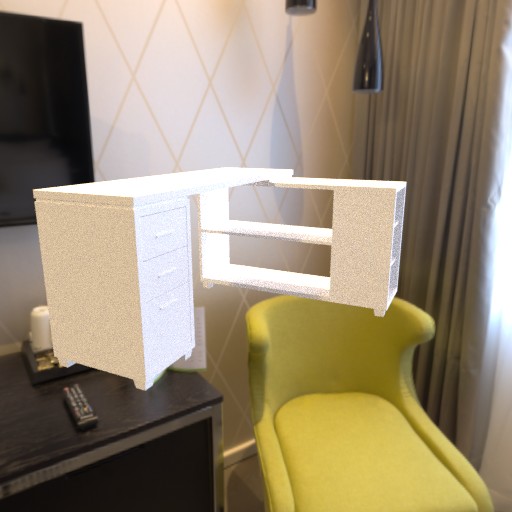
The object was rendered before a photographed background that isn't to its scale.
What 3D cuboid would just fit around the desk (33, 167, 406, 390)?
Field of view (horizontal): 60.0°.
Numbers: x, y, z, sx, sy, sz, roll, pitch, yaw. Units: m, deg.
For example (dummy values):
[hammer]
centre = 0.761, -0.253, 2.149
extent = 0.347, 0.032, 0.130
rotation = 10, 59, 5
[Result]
[desk]
centre = 0.000, 0.000, 2.239
extent = 1.199, 0.759, 1.524
rotation = 7, 16, 25
